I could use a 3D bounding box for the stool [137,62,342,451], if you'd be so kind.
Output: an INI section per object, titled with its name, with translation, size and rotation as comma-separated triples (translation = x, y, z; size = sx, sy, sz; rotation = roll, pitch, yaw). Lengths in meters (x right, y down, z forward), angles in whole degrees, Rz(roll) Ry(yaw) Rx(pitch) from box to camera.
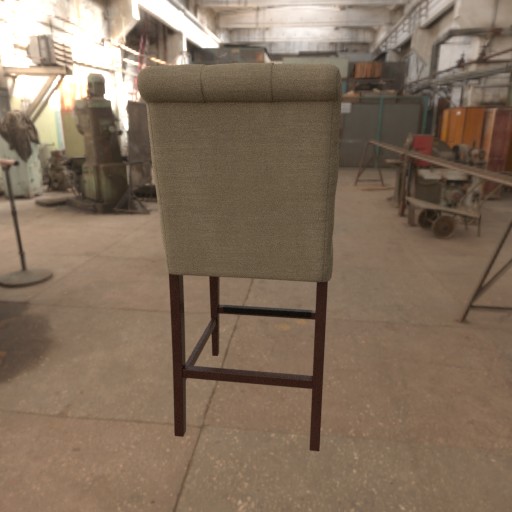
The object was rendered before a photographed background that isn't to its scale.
[stool]
translation = 0.000, 0.000, 1.429
size = 0.486, 1.084, 0.660
rotation = 3, 17, 8
